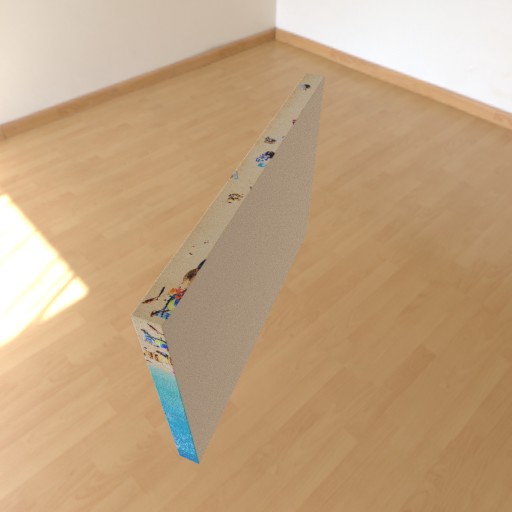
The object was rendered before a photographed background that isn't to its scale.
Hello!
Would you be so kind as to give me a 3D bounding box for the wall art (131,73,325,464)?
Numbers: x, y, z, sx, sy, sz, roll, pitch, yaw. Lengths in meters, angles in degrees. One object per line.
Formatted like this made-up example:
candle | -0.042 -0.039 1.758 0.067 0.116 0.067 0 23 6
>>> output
wall art | 0.000 0.000 1.168 0.057 0.595 0.894 16 49 15
